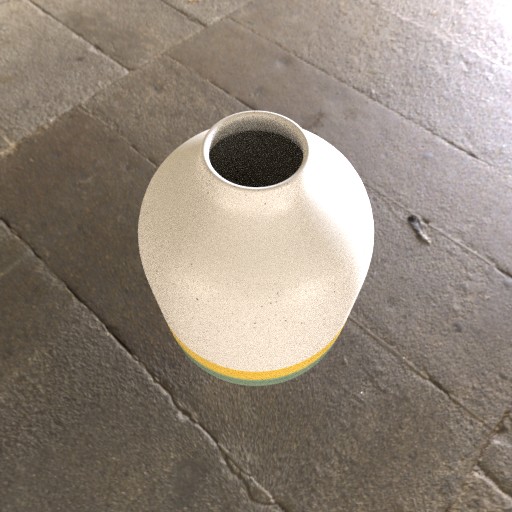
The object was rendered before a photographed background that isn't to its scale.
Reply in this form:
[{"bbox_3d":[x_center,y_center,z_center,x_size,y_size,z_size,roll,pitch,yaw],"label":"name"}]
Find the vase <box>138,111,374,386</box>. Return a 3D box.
[{"bbox_3d":[0.000,0.000,0.355,0.169,0.240,0.169,0,59,0],"label":"vase"}]
